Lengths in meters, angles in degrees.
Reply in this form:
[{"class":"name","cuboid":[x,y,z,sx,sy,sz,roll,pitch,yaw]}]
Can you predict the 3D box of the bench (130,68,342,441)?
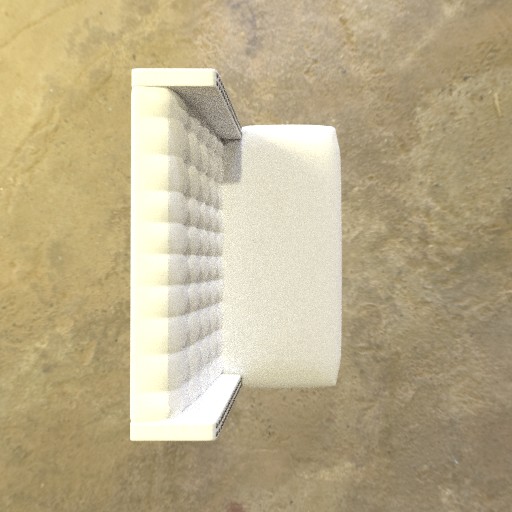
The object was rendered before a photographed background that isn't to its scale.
[{"class":"bench","cuboid":[0.000,0.000,2.040,0.847,1.123,1.280,0,89,0]}]
